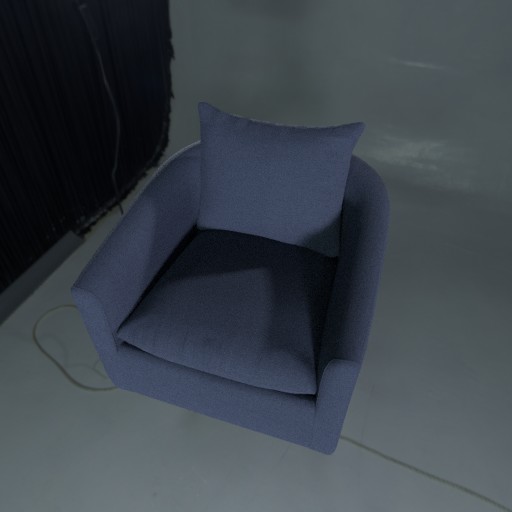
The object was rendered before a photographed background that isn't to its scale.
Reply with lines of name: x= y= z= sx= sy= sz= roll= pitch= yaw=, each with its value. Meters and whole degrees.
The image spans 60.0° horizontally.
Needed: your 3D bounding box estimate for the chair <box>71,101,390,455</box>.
chair: x=0.000 y=0.000 z=1.573 sx=0.845 sy=0.848 sz=0.910 roll=13 pitch=44 yaw=13
